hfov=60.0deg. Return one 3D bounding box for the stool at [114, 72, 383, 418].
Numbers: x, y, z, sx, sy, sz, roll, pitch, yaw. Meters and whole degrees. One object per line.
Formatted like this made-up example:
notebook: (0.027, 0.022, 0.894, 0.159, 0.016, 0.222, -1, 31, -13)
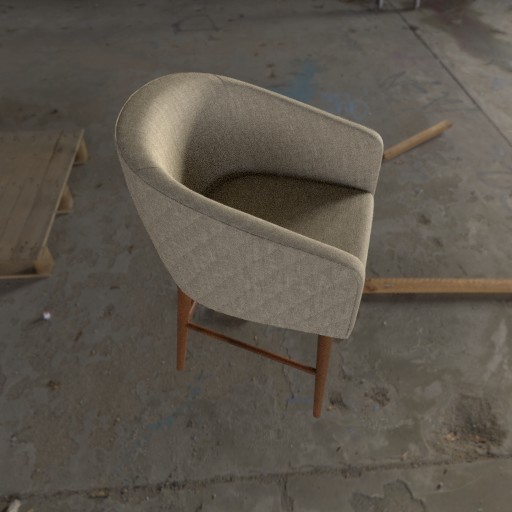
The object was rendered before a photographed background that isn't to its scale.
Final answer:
stool: (0.000, 0.000, 1.356, 0.635, 0.952, 0.559, 11, 48, 11)
